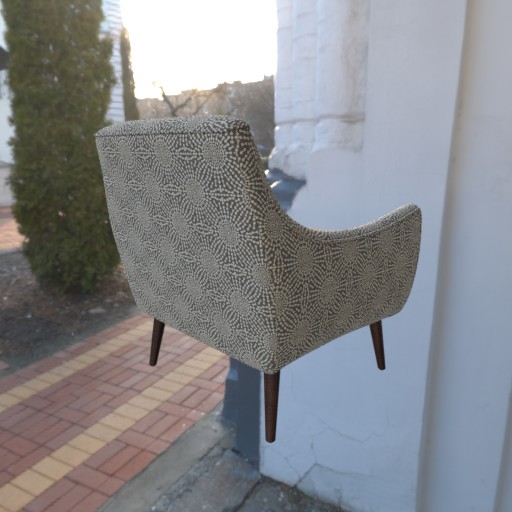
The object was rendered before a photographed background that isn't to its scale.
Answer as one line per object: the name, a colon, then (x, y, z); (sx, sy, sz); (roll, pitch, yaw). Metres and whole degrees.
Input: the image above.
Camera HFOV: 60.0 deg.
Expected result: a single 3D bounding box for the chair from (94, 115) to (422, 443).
chair: (0.000, 0.000, 1.450); (0.787, 0.838, 0.762); (-13, 19, -43)
